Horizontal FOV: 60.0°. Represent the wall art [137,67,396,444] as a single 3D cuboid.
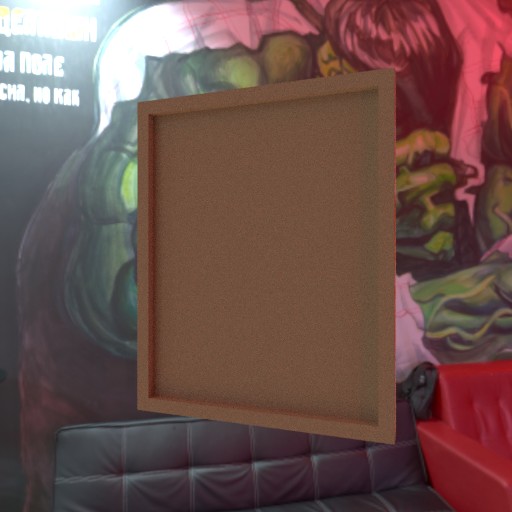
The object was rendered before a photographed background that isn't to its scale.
[{"bbox_3d":[0.000,0.000,0.677,0.406,0.508,0.028,0,0,20],"label":"wall art"}]
